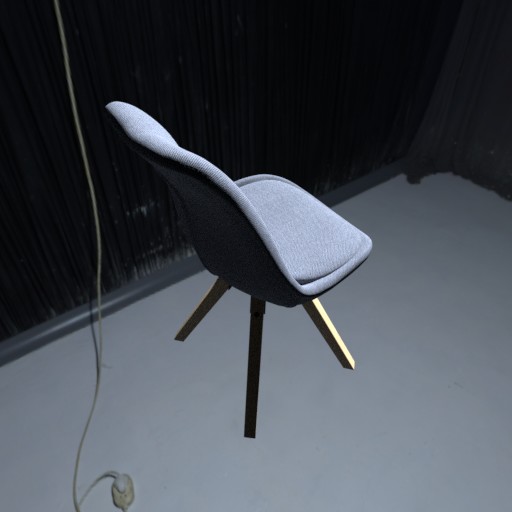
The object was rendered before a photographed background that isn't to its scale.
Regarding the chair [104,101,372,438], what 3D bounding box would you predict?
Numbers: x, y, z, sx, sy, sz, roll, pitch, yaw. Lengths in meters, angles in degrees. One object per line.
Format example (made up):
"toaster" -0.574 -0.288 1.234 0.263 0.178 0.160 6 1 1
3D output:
"chair" 0.000 0.000 1.162 0.550 0.850 0.485 -25 47 -26
